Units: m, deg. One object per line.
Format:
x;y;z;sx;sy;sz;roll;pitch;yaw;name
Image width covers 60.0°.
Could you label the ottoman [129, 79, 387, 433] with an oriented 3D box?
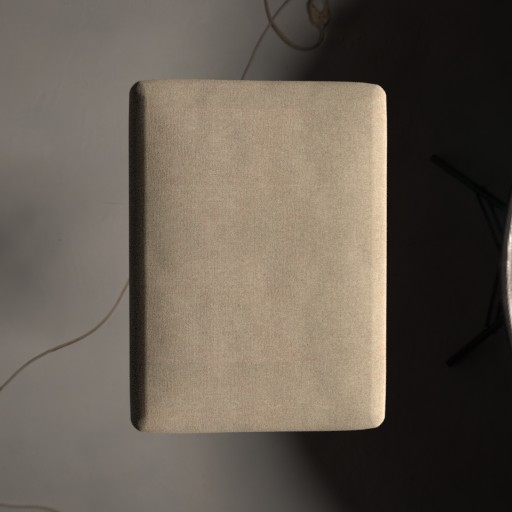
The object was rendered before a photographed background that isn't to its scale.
0.000;0.000;1.210;0.610;0.478;0.823;0;91;-2;ottoman
